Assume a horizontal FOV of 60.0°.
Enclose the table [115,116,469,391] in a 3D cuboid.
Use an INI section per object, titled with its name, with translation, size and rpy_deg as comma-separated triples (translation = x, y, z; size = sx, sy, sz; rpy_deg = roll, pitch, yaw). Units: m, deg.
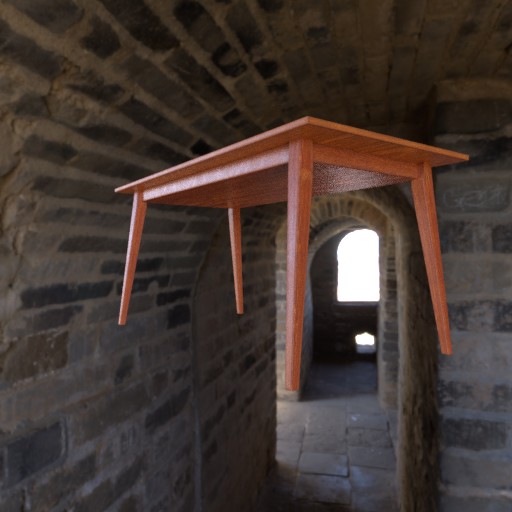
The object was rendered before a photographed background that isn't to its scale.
[table]
translation = 0.000, 0.000, 2.076
size = 0.811, 0.755, 1.609
rpy_deg = 0, 0, -35
